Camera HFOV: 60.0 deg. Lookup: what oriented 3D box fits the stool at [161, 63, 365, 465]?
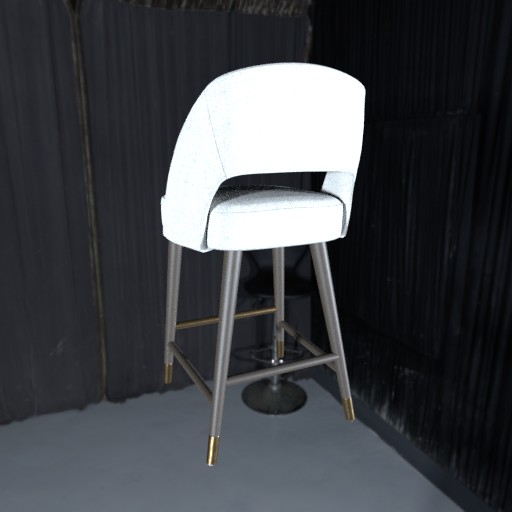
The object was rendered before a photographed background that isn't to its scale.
[{"bbox_3d":[0.000,0.000,1.253,0.494,0.940,0.509,-7,16,-24],"label":"stool"}]
